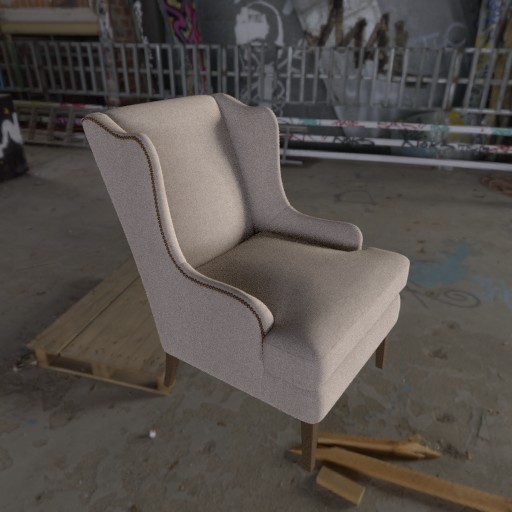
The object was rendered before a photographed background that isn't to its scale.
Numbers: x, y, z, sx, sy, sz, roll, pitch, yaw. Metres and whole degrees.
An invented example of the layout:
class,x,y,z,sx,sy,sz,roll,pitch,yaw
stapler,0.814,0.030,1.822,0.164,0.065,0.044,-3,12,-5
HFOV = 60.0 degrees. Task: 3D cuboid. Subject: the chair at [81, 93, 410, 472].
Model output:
class,x,y,z,sx,sy,sz,roll,pitch,yaw
chair,0.000,0.000,1.630,0.940,1.029,0.737,18,32,32
